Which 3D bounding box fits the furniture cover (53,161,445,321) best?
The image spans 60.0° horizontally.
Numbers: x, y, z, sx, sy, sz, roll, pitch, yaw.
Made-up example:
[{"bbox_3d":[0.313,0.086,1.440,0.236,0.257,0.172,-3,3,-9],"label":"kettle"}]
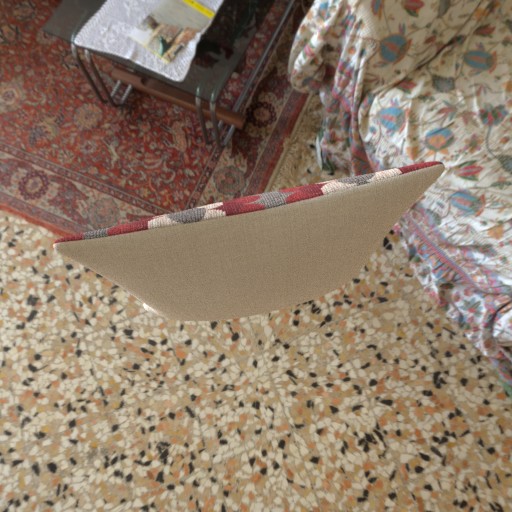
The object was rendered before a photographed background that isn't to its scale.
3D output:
[{"bbox_3d":[0.000,0.000,0.664,0.435,0.420,0.145,-12,75,-3],"label":"furniture cover"}]
